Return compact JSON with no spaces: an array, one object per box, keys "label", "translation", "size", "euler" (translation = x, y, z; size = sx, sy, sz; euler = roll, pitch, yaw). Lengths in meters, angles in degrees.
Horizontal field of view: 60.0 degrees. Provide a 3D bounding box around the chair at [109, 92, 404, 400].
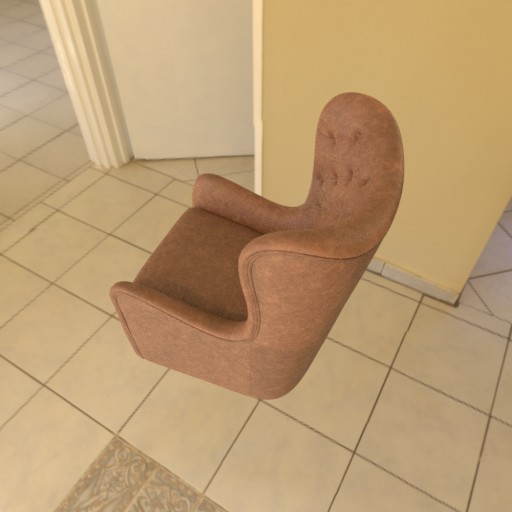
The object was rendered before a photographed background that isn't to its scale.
[{"label":"chair","translation":[0.000,0.000,1.759],"size":[0.930,1.079,0.831],"euler":[16,49,14]}]
